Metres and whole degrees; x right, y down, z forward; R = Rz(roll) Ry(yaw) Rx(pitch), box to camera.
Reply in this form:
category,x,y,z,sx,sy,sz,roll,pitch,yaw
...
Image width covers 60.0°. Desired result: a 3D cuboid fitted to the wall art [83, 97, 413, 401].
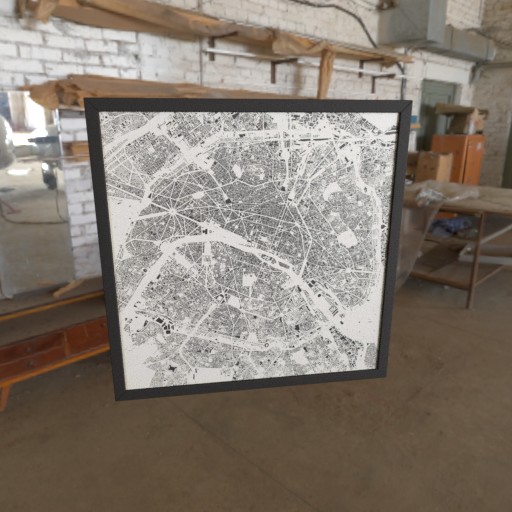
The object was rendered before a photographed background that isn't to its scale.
category,x,y,z,sx,sy,sz,roll,pitch,yaw
wall art,0.000,0.000,1.142,0.763,0.763,0.037,-3,17,-8
